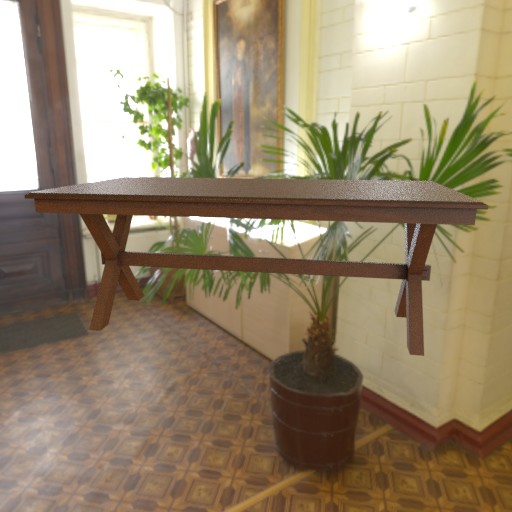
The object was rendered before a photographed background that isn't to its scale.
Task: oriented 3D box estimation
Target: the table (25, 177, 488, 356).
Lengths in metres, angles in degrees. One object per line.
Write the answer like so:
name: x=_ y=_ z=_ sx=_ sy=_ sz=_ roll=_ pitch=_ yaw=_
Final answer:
table: x=0.000 y=0.000 z=1.466 sx=1.197 sy=0.459 sz=0.594 roll=3 pitch=15 yaw=10
